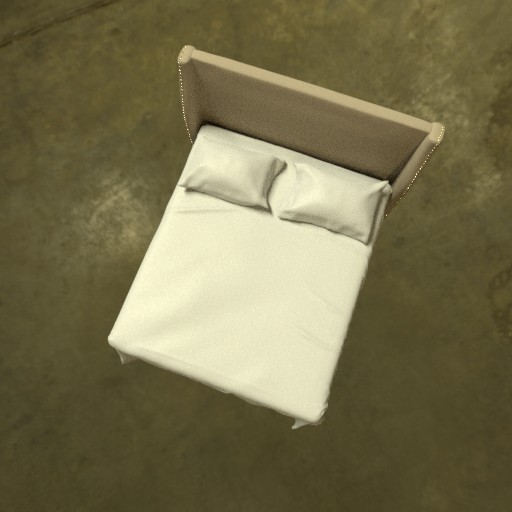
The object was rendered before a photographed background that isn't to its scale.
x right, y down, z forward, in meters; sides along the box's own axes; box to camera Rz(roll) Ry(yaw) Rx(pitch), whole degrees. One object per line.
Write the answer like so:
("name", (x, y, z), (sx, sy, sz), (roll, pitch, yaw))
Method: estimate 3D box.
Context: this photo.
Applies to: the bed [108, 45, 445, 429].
("bed", (0.000, 0.000, 3.410), (1.925, 1.332, 2.276), (19, 76, 5))
